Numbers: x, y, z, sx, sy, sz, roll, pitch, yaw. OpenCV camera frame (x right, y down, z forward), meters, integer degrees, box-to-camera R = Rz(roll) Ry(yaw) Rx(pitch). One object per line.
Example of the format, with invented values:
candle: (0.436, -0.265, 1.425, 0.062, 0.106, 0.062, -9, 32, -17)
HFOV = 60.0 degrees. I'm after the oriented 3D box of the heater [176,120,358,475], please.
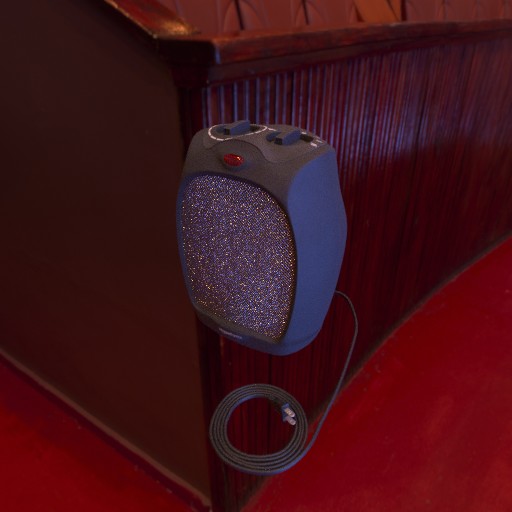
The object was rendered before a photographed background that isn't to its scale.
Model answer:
heater: (0.000, 0.000, 0.462, 0.239, 0.240, 0.291, 19, 35, 28)
